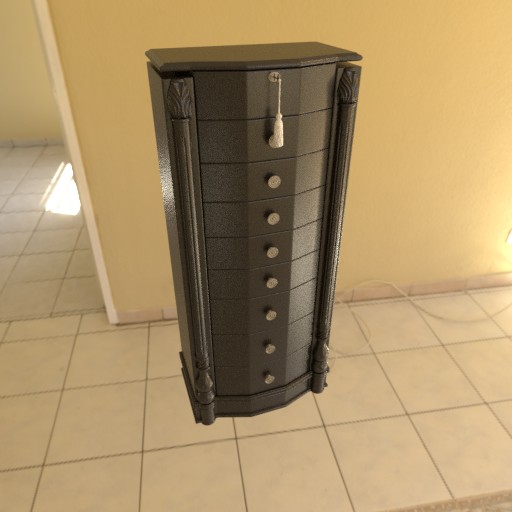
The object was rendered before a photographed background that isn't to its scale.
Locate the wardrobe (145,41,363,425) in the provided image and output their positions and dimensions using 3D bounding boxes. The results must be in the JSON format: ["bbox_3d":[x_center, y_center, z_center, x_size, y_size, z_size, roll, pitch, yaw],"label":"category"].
[{"bbox_3d":[0.000,0.000,1.202,0.444,1.011,0.295,-10,34,-16],"label":"wardrobe"}]
